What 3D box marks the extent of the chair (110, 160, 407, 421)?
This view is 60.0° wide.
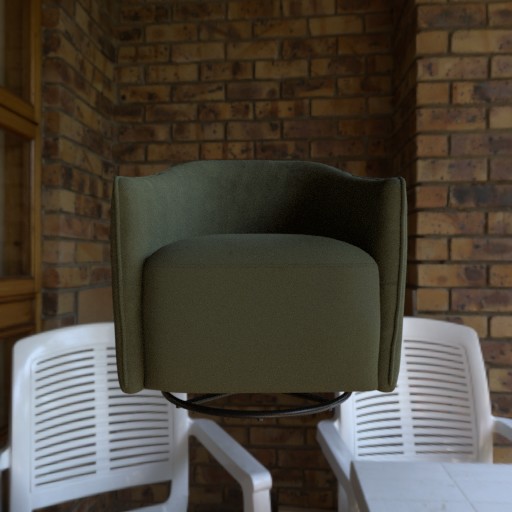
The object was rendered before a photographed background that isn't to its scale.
[{"bbox_3d":[0.000,0.000,1.445,0.747,0.799,0.875,0,0,-1],"label":"chair"}]
